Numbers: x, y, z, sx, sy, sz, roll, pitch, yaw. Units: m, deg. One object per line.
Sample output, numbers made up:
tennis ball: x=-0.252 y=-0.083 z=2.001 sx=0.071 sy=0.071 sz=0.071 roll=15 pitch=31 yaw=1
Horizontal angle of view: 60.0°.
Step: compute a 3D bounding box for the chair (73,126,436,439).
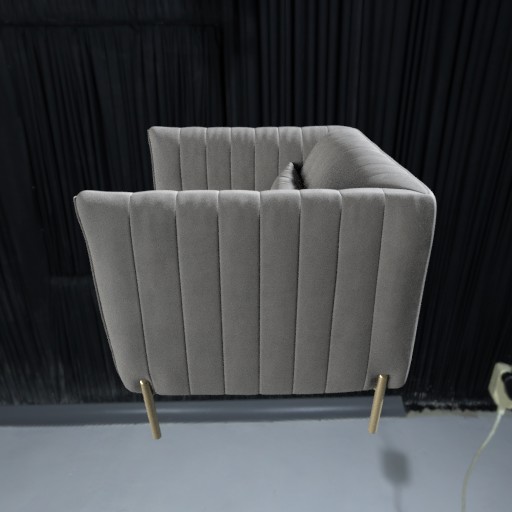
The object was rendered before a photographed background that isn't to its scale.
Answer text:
chair: x=0.000 y=0.000 z=1.596 sx=0.873 sy=0.779 sz=0.981 roll=0 pitch=26 yaw=-1
